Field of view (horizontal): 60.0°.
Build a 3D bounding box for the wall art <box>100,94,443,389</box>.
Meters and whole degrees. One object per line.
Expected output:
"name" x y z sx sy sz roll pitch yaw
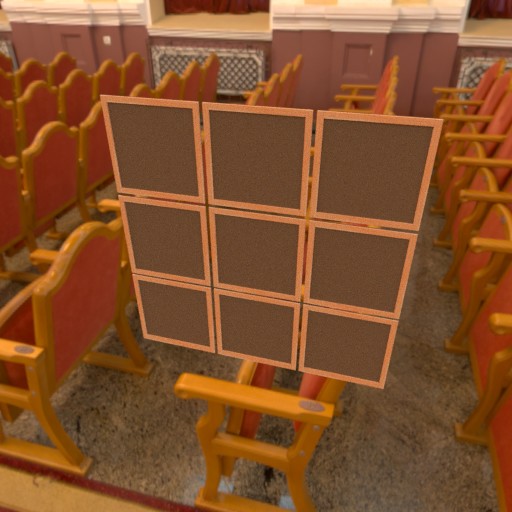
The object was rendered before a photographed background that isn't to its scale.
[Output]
"wall art" 0.000 0.000 2.311 1.520 1.525 0.013 9 33 14
